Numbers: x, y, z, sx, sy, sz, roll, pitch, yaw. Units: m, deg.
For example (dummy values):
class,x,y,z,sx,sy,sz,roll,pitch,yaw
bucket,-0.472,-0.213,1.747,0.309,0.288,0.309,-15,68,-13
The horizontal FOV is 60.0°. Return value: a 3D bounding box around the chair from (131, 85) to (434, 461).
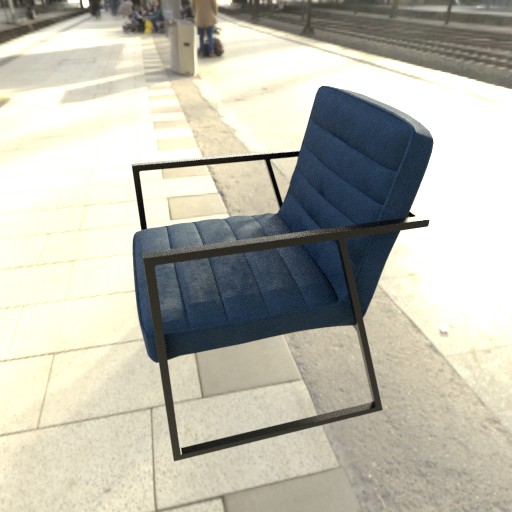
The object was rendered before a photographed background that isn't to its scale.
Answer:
class,x,y,z,sx,sy,sz,roll,pitch,yaw
chair,0.000,0.000,1.258,0.677,0.833,0.571,-8,32,-13
